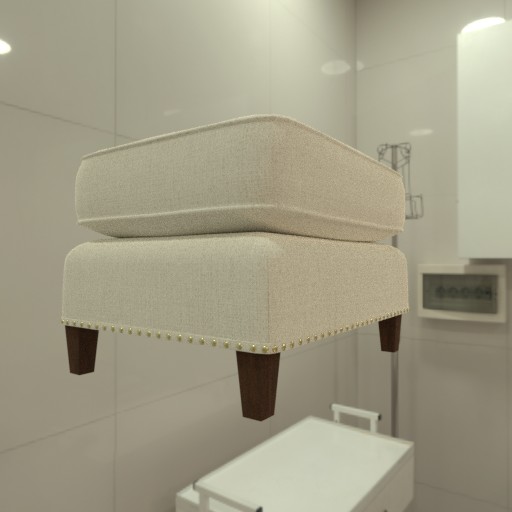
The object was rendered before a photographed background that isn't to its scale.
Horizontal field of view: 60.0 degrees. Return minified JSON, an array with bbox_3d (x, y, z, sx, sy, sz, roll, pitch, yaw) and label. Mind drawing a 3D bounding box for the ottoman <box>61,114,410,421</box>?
[{"bbox_3d":[0.000,0.000,1.135,0.589,0.537,0.738,0,-1,35],"label":"ottoman"}]
